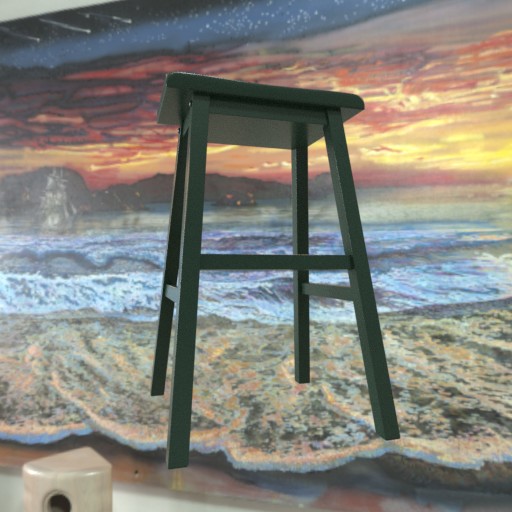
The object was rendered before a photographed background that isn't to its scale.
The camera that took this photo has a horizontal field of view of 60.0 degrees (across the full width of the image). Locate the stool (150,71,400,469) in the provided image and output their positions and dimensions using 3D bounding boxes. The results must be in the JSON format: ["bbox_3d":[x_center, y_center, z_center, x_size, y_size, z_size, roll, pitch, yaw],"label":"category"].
[{"bbox_3d":[0.000,0.000,1.052,0.457,0.737,0.476,0,-1,-17],"label":"stool"}]
